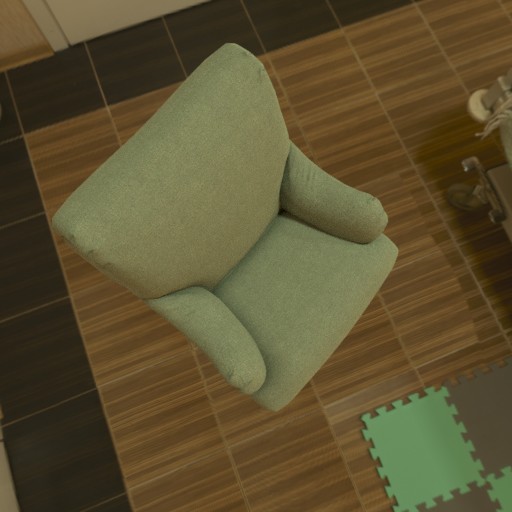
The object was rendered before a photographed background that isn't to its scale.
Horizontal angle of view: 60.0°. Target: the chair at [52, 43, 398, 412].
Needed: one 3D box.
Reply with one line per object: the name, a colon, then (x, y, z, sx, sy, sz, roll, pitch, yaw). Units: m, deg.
chair: (0.000, 0.000, 1.955, 1.060, 1.178, 0.964, 39, 79, 9)
